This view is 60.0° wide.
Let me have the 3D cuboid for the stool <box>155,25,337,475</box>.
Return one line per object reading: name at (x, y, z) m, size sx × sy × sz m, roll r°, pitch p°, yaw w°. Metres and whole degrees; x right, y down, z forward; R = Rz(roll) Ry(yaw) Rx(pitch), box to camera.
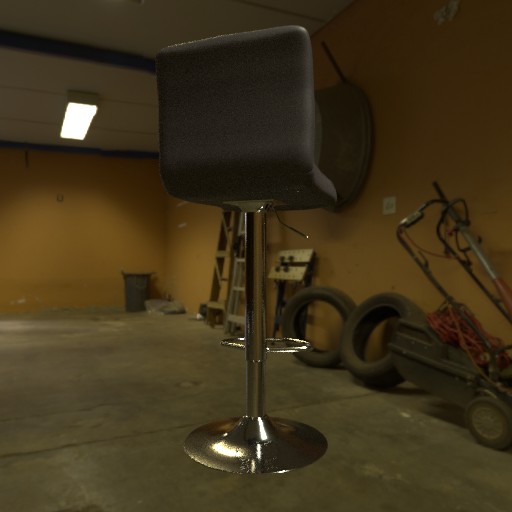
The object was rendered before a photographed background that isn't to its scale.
stool at (0.000, 0.000, 1.335) m, size 0.430 × 1.115 × 0.505 m, roll 0°, pitch -1°, yaw 18°
